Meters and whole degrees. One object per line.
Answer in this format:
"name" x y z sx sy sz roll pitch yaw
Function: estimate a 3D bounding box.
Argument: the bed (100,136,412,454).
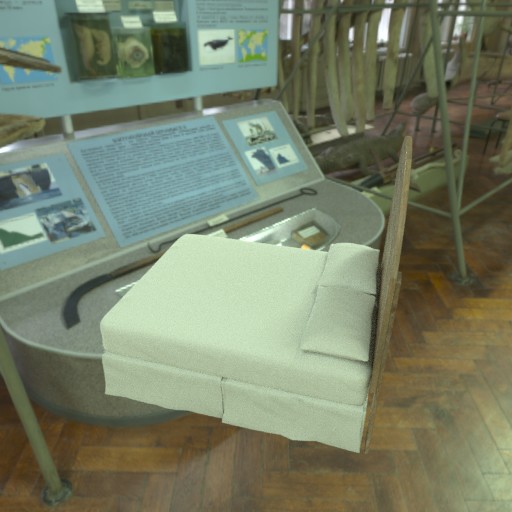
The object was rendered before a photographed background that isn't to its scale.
"bed" 0.000 0.000 3.540 2.112 2.002 1.713 8 31 14
